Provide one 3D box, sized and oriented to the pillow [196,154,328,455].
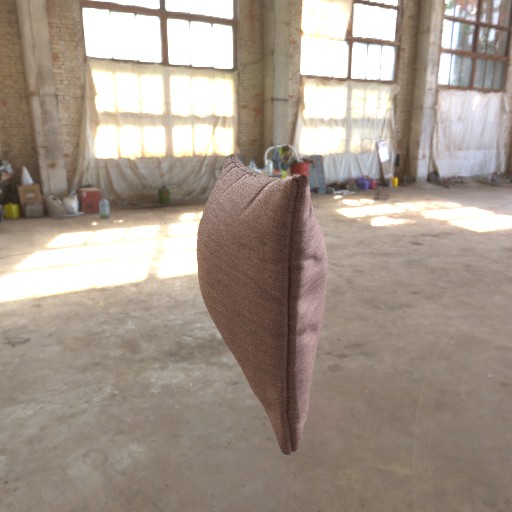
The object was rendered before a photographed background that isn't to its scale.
[{"bbox_3d":[0.000,0.000,0.797,0.210,0.338,0.633,-3,15,-9],"label":"pillow"}]
